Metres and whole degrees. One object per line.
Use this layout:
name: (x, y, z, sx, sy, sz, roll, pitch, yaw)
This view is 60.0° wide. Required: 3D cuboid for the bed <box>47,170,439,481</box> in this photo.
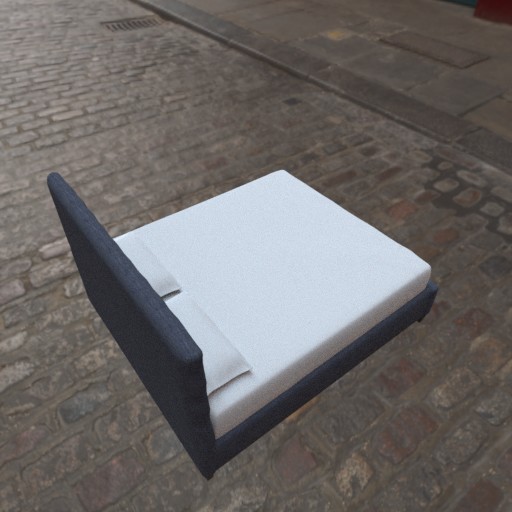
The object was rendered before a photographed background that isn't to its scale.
bed: (0.000, 0.000, 3.653, 2.387, 1.427, 2.078, -27, 48, -27)
